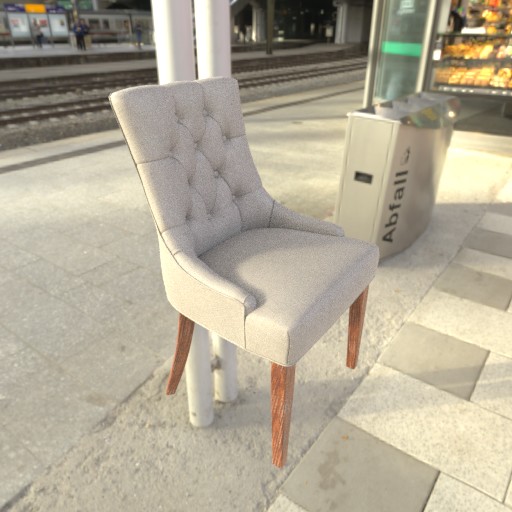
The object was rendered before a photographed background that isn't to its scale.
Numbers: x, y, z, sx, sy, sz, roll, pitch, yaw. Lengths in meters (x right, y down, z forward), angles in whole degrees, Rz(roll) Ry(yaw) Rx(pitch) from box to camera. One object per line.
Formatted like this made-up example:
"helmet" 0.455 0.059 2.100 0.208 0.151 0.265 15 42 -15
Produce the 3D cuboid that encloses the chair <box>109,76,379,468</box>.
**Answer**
"chair" 0.000 0.000 1.220 0.565 0.874 0.509 18 32 31
